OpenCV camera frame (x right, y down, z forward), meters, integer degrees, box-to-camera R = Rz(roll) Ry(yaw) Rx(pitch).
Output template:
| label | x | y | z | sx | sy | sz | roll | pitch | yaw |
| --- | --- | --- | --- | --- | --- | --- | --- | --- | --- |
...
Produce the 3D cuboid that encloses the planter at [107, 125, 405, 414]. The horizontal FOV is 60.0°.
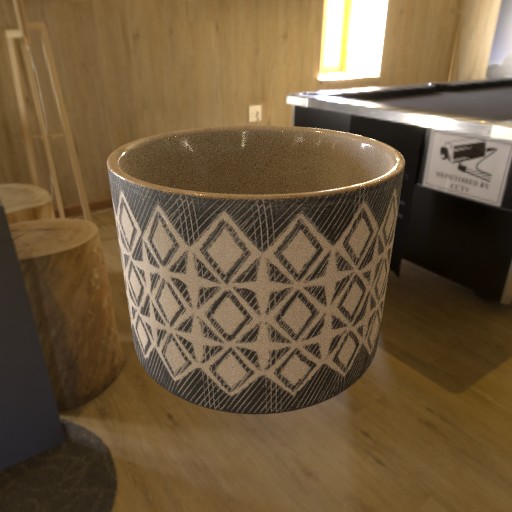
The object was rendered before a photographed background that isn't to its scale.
| label | x | y | z | sx | sy | sz | roll | pitch | yaw |
| --- | --- | --- | --- | --- | --- | --- | --- | --- | --- |
| planter | 0.000 | 0.000 | 0.219 | 0.126 | 0.104 | 0.126 | 0 | 26 | 0 |
